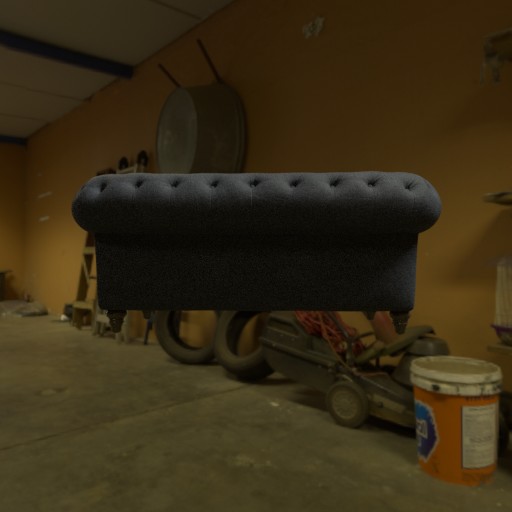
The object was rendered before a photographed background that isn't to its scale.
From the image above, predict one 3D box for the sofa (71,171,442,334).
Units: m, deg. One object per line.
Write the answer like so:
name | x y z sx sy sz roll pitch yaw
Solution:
sofa | 0.000 0.000 2.553 1.988 0.833 1.082 0 -1 2
